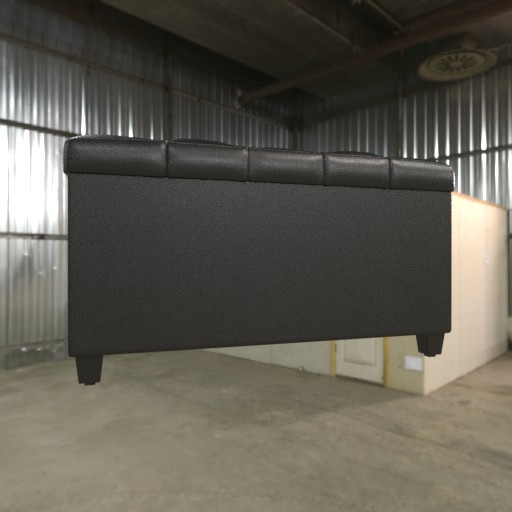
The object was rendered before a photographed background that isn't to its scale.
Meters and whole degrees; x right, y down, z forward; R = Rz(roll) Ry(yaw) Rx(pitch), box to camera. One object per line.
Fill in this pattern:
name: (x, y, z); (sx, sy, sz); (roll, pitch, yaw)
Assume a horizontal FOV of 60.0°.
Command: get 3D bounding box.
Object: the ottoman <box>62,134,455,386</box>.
ottoman: (0.000, 0.000, 1.090); (0.838, 0.470, 0.432); (0, 0, -17)
